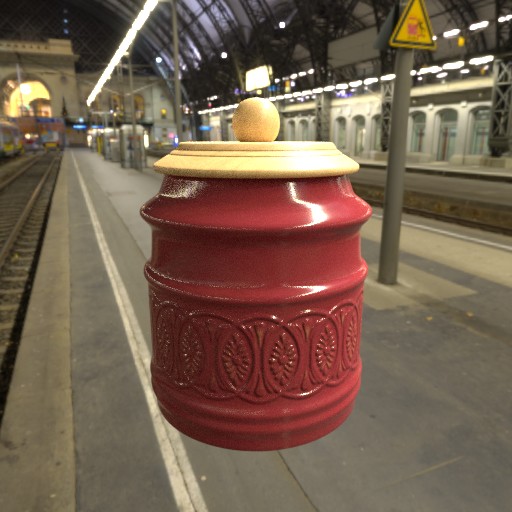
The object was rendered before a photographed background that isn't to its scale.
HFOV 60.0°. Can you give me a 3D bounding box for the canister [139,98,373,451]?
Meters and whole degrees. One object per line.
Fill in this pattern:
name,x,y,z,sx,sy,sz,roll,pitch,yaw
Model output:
canister,0.000,0.000,0.262,0.130,0.176,0.130,0,15,0
